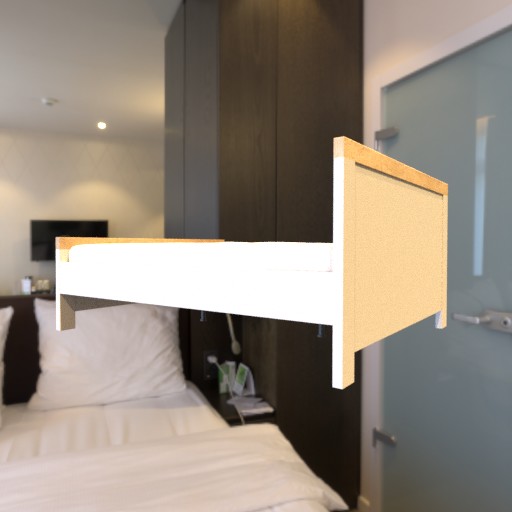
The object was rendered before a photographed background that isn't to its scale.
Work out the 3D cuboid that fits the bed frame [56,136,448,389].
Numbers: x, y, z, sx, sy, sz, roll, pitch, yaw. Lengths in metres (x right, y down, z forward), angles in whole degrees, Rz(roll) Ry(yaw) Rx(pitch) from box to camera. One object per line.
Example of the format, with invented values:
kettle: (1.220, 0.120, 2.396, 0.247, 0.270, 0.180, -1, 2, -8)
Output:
bed frame: (0.000, 0.000, 2.987, 2.050, 0.980, 1.670, 1, 2, 36)
